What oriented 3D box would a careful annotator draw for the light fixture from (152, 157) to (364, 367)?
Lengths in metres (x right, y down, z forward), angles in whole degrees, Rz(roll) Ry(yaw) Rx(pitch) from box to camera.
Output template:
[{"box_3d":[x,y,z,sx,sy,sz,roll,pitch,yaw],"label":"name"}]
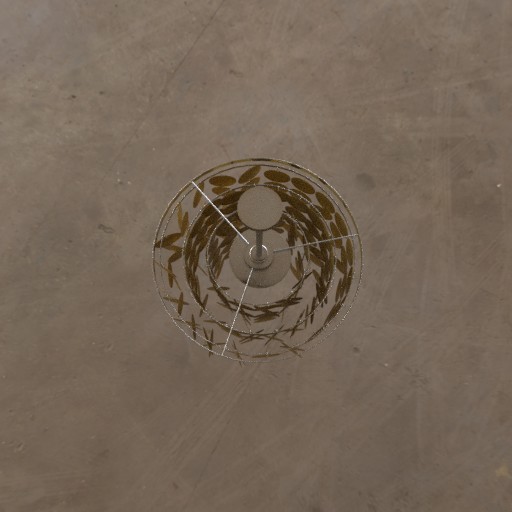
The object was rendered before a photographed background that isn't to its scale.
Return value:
[{"box_3d":[0.000,0.000,0.761,0.368,0.492,0.368,0,76,0],"label":"light fixture"}]
